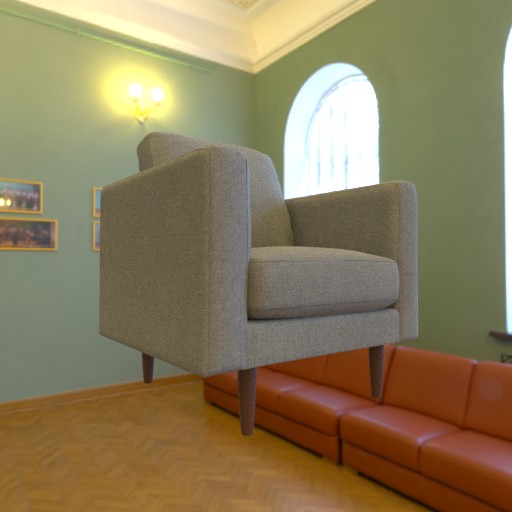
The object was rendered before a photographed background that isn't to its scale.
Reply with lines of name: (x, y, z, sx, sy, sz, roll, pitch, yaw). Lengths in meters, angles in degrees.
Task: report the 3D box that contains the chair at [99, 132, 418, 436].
chair: (0.000, 0.000, 1.550, 0.855, 0.927, 0.800, 1, -1, -37)
